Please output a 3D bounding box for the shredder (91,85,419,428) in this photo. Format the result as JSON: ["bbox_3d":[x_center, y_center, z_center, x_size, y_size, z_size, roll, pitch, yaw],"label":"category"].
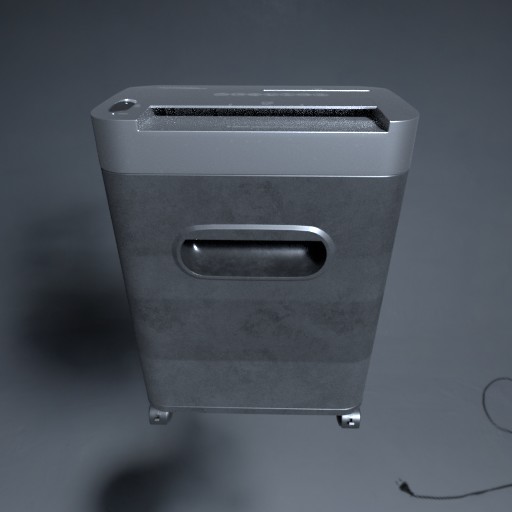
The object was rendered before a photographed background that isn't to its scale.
[{"bbox_3d":[0.000,0.000,0.595,0.311,0.419,0.237,1,30,1],"label":"shredder"}]
